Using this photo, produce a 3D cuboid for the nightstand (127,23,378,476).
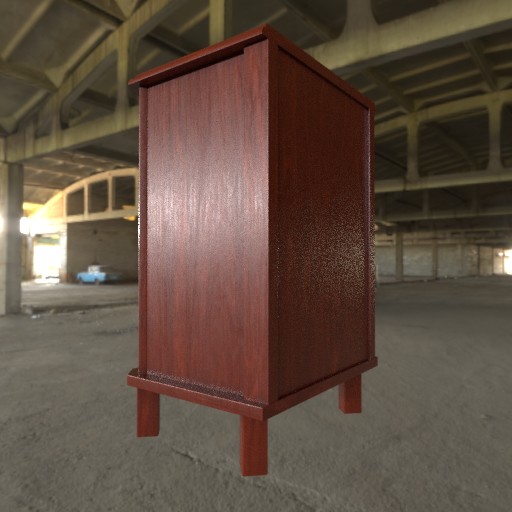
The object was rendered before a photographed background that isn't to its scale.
[{"bbox_3d":[0.000,0.000,0.920,0.351,0.681,0.435,-1,-1,37],"label":"nightstand"}]
